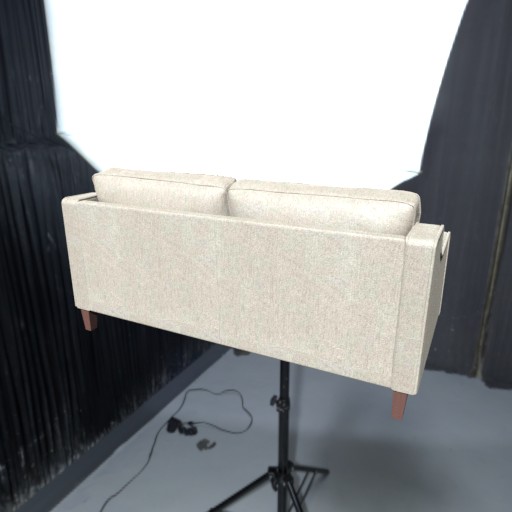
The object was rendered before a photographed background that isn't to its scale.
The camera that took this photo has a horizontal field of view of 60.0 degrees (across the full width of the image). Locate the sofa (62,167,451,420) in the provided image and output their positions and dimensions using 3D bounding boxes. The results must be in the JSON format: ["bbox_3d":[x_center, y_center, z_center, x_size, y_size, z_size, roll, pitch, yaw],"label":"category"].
[{"bbox_3d":[0.000,0.000,2.813,2.181,1.074,1.073,8,19,26],"label":"sofa"}]
